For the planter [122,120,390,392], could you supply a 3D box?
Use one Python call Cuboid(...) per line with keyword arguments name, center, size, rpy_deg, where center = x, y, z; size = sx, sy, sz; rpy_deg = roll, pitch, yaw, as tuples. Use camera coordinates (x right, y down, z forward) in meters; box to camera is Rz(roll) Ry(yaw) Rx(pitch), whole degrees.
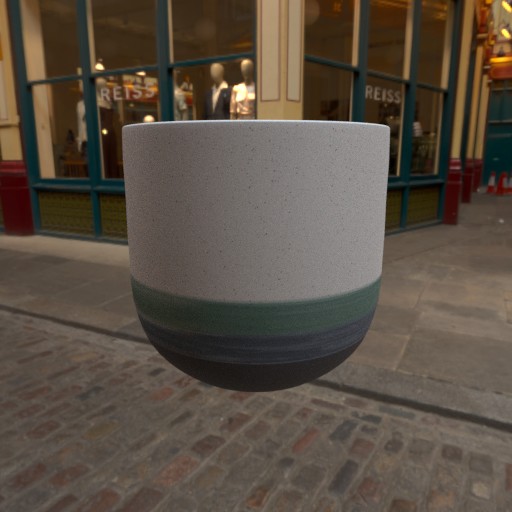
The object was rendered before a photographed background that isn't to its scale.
Cuboid(name="planter", center=(0.000, 0.000, 0.488), size=(0.268, 0.270, 0.268), rpy_deg=(0, 13, 0))
